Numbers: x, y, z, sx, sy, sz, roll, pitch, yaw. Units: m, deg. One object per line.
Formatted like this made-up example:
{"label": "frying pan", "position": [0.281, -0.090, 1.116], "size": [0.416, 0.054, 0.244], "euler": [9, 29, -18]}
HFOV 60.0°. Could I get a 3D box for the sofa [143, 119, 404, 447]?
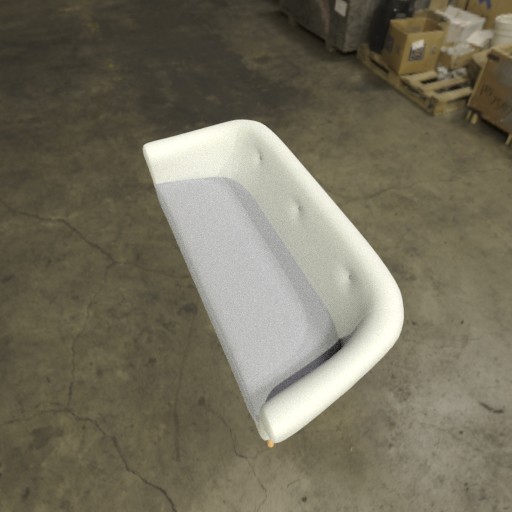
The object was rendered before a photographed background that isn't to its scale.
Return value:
{"label": "sofa", "position": [0.000, 0.000, 2.597], "size": [0.827, 0.795, 2.160], "euler": [-17, 49, -16]}
